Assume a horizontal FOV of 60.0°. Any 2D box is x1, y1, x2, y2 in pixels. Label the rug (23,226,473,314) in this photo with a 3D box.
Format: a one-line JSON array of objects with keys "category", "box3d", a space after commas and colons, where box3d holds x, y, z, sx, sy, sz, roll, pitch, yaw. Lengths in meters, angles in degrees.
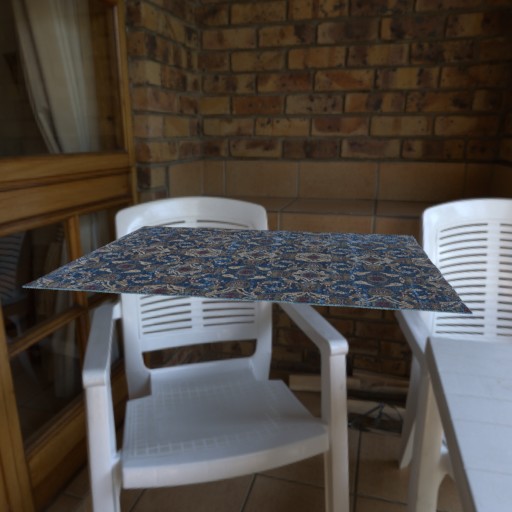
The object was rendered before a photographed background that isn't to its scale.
[{"category": "rug", "box3d": [0.000, 0.000, 2.876, 2.207, 0.014, 1.567, 3, 16, 9]}]
